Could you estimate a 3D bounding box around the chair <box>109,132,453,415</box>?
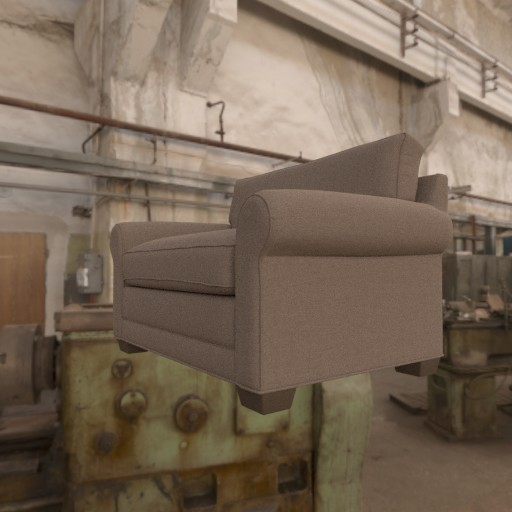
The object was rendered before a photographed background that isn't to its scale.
[{"bbox_3d":[0.000,0.000,1.971,0.930,0.930,1.390,1,-2,-36],"label":"chair"}]
